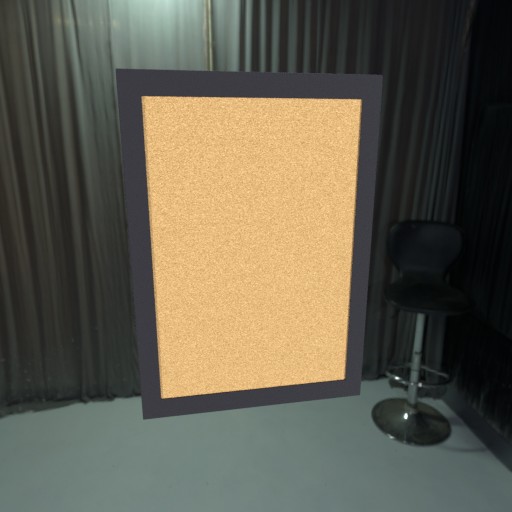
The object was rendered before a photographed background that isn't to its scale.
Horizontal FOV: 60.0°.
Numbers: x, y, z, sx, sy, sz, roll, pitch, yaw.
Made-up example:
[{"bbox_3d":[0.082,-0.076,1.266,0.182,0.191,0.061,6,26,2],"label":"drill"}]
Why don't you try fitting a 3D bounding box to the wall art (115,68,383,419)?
[{"bbox_3d":[0.000,0.000,0.686,0.374,0.529,0.012,-3,16,-11],"label":"wall art"}]
